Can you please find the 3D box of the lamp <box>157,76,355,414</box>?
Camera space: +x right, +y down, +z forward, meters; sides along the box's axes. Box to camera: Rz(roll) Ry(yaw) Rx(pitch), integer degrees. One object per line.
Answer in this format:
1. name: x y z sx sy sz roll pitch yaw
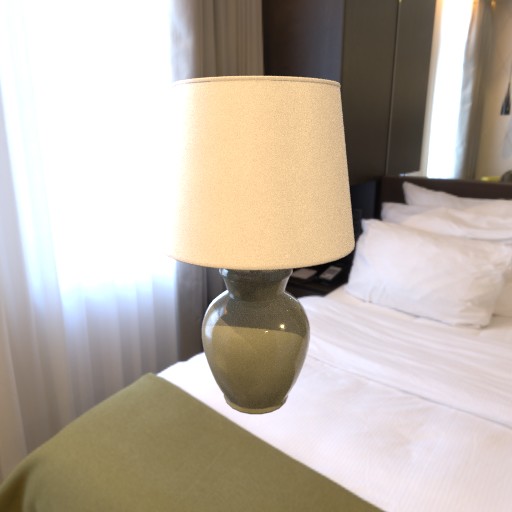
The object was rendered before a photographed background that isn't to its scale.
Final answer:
1. lamp: 0.000 0.000 0.555 0.239 0.399 0.239 0 16 0
